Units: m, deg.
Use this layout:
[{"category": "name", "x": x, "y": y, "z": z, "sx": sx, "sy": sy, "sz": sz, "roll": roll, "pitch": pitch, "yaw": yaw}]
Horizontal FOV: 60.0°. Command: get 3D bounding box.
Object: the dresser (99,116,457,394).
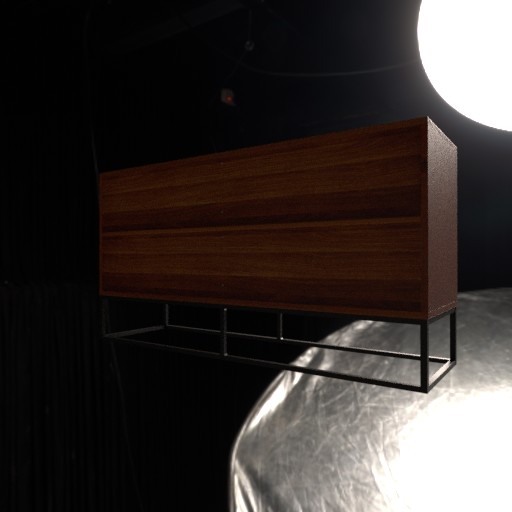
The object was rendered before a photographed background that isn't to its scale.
[{"category": "dresser", "x": 0.000, "y": 0.000, "z": 1.918, "sx": 1.536, "sy": 0.810, "sz": 0.464, "roll": 0, "pitch": 0, "yaw": 35}]
